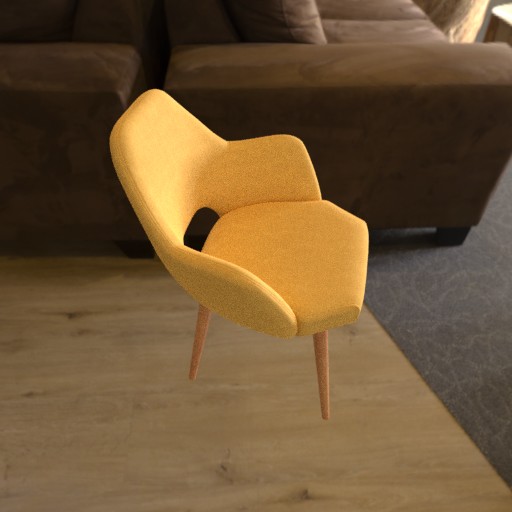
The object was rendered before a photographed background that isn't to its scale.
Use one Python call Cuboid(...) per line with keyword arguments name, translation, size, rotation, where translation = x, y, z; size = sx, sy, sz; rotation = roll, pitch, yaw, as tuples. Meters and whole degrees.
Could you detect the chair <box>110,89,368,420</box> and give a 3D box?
Cuboid(name="chair", translation=(0.000, 0.000, 1.257), size=(0.610, 0.840, 0.590), rotation=(9, 47, 9))
